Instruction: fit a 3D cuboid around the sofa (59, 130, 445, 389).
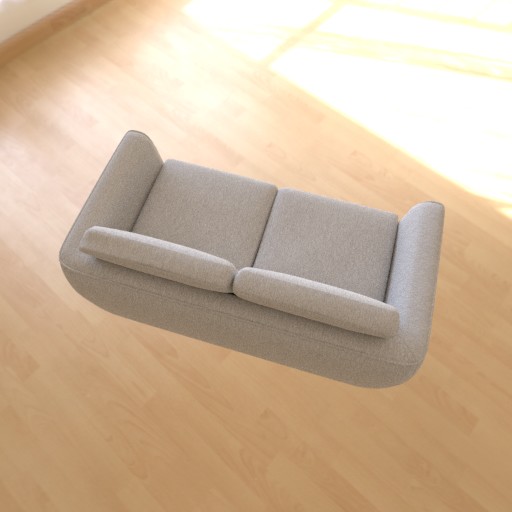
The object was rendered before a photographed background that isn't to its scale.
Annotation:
[{"bbox_3d":[0.000,0.000,2.249,1.700,0.850,0.920,15,64,7],"label":"sofa"}]
